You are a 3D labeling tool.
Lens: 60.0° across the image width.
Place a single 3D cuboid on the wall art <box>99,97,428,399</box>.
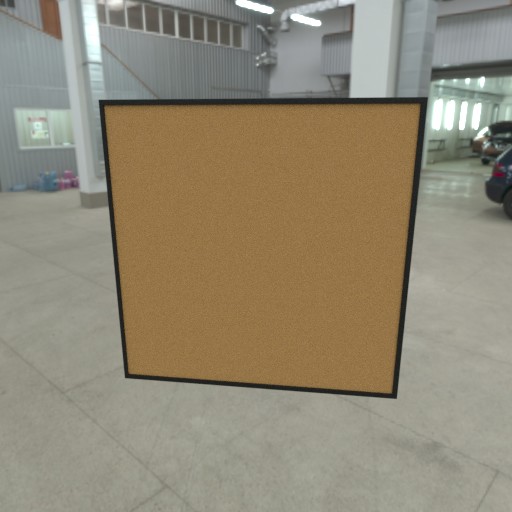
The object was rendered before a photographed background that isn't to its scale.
[{"bbox_3d":[0.000,0.000,0.683,0.458,0.457,0.013,2,17,7],"label":"wall art"}]
